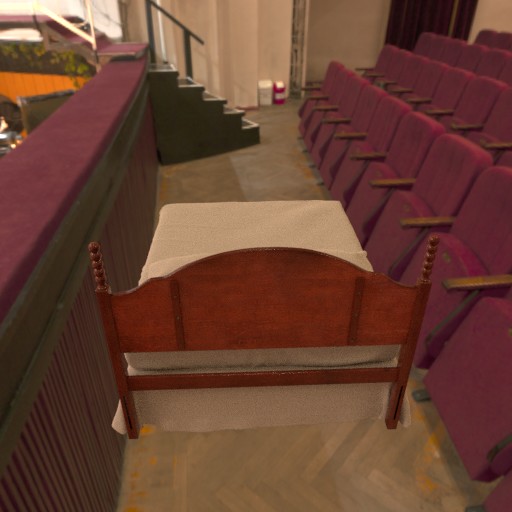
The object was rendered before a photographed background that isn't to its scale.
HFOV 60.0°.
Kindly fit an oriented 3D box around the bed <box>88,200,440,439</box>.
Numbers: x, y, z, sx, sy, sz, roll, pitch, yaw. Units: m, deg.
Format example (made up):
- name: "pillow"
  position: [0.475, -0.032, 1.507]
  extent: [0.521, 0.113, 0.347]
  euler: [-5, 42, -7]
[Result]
- name: "bed"
  position: [0.000, 0.000, 3.257]
  extent: [1.873, 1.356, 2.040]
  euler: [-1, 31, -2]
